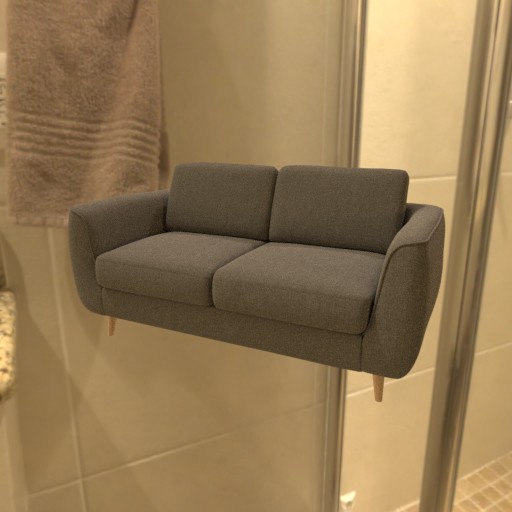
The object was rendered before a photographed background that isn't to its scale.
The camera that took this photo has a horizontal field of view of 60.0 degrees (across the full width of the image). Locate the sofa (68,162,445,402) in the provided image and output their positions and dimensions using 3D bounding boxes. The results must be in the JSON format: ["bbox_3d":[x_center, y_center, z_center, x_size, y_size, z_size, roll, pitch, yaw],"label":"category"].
[{"bbox_3d":[0.000,0.000,2.205,1.700,0.870,0.920,7,16,25],"label":"sofa"}]
